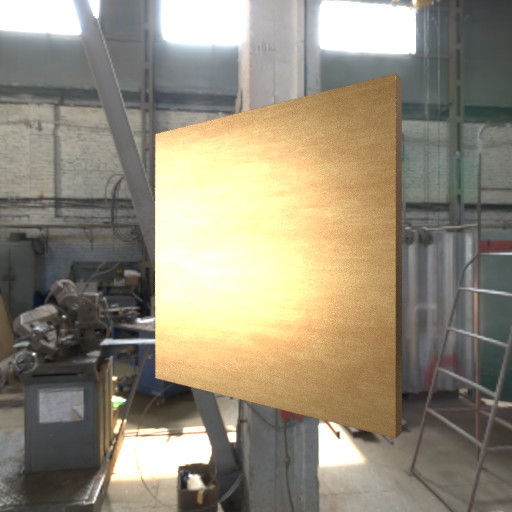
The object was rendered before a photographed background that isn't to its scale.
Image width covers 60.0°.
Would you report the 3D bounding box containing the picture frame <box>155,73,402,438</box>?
[{"bbox_3d":[0.000,0.000,1.166,0.758,0.761,0.037,0,0,37],"label":"picture frame"}]
